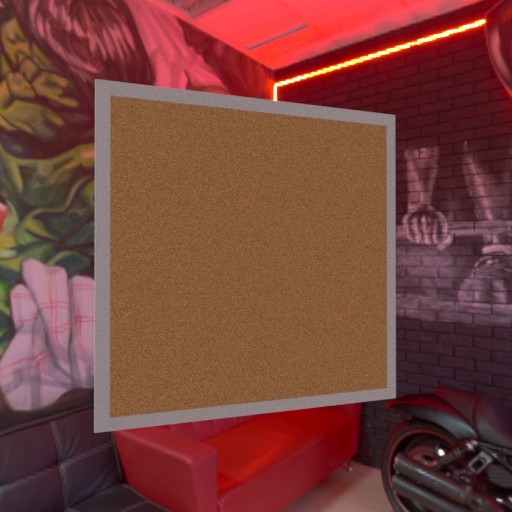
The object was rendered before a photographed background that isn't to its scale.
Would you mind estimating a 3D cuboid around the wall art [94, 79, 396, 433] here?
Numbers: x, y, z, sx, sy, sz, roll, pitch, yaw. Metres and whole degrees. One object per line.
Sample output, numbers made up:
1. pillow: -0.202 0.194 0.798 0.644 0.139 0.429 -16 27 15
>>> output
1. wall art: 0.000 0.000 0.447 0.305 0.305 0.038 0 0 -18
